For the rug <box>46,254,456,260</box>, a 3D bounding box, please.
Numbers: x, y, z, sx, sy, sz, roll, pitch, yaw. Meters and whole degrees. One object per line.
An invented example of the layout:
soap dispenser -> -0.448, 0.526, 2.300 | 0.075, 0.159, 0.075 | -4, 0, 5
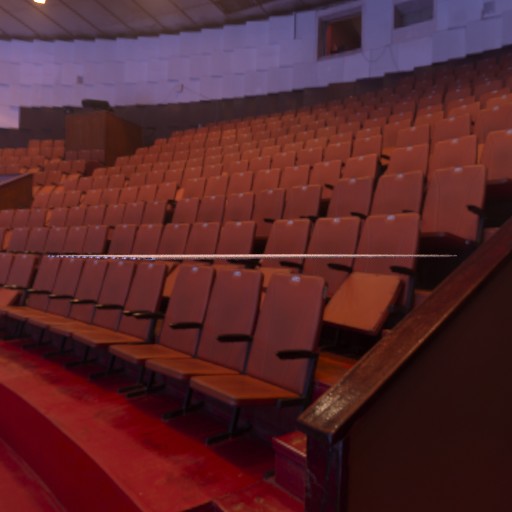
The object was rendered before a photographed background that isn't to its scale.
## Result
rug -> 0.000, 0.000, 2.338 | 1.802, 0.008, 1.247 | 0, 1, -37
